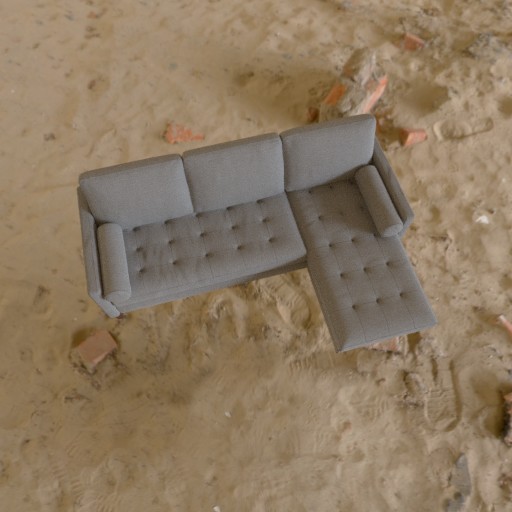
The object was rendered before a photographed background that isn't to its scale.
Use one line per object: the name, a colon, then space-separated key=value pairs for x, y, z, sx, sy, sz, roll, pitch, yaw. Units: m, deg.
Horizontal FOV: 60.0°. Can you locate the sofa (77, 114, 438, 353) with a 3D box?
sofa: x=0.000 y=0.000 z=3.004 sx=2.178 sy=0.875 sz=1.506 roll=-13 pitch=65 yaw=-6
